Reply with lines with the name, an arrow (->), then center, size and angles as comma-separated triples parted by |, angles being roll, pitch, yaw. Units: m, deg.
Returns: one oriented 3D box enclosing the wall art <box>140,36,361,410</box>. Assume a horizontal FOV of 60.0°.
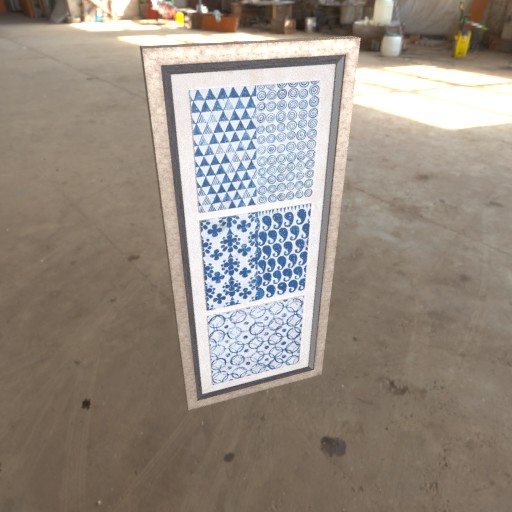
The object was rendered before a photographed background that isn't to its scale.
wall art -> 0.000, 0.000, 1.664 | 0.648, 1.461, 0.051 | -10, 34, -16
